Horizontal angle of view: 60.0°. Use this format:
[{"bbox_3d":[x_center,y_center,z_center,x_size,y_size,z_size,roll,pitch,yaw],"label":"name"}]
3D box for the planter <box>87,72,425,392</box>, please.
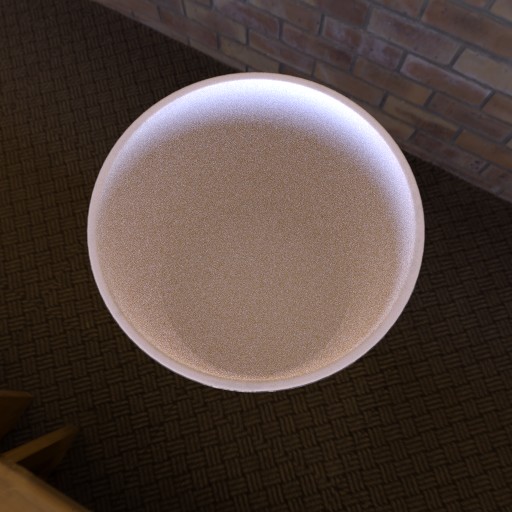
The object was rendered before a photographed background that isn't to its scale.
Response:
[{"bbox_3d":[0.000,0.000,0.387,0.221,0.201,0.221,0,75,0],"label":"planter"}]
